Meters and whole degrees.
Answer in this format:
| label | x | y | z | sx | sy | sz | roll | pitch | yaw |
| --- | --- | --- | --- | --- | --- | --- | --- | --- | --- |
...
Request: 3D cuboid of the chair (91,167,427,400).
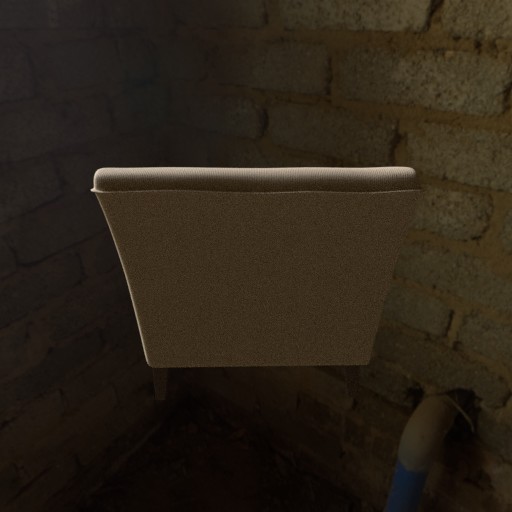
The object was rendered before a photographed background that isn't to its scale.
| label | x | y | z | sx | sy | sz | roll | pitch | yaw |
| --- | --- | --- | --- | --- | --- | --- | --- | --- | --- |
| chair | 0.000 | 0.000 | 1.598 | 0.780 | 0.919 | 0.899 | -1 | 30 | -1 |
